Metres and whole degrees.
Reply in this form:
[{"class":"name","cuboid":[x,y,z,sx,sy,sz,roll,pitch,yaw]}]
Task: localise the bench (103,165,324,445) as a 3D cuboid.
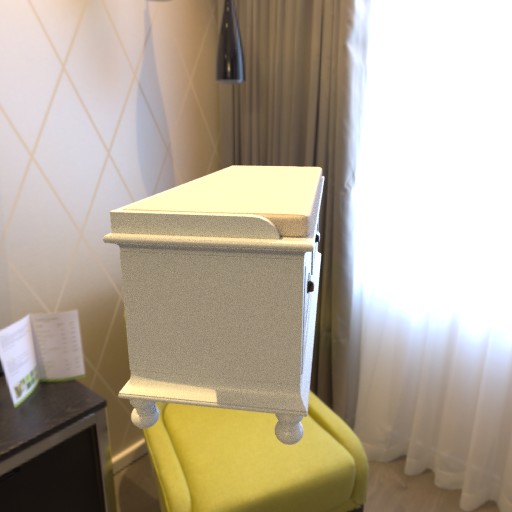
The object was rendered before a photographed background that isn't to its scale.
[{"class":"bench","cuboid":[0.000,0.000,1.434,0.402,0.486,1.185,3,16,9]}]
